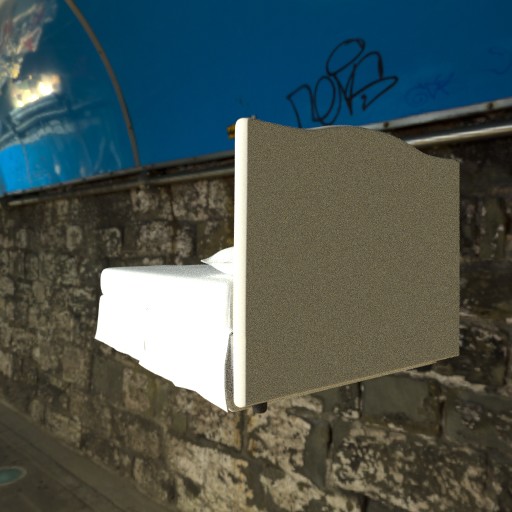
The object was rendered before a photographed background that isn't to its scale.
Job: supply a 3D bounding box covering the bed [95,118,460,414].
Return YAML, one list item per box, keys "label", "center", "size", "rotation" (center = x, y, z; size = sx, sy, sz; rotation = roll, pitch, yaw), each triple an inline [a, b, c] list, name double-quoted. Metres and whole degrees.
- label: "bed"
  center: [0.000, 0.000, 3.382]
  size: [1.821, 1.436, 2.282]
  rotation: [0, 1, -35]
